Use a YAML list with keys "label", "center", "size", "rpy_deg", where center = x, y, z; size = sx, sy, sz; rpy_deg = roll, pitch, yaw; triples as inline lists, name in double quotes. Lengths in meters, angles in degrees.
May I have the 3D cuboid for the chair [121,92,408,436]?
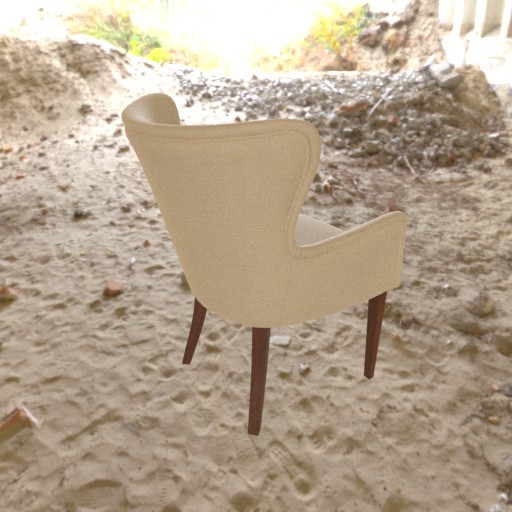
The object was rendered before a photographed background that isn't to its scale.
- label: "chair"
  center: [0.000, 0.000, 1.469]
  size: [0.744, 0.990, 0.696]
  rpy_deg: [-19, 32, -33]
